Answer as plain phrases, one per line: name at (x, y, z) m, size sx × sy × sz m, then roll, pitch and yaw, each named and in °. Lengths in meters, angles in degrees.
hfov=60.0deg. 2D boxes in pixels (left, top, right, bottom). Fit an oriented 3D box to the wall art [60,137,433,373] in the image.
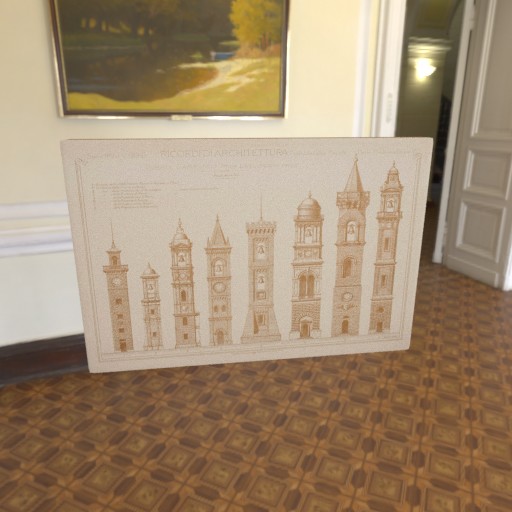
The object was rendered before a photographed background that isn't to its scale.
wall art at (0.000, 0.000, 0.493) m, size 0.380 × 0.254 × 0.019 m, roll -2°, pitch 18°, yaw -8°
